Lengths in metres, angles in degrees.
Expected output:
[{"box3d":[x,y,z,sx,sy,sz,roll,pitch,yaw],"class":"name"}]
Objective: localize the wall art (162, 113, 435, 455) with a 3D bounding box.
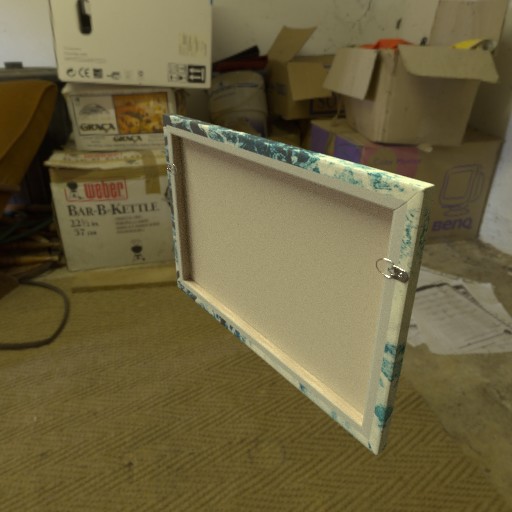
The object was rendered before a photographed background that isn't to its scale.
[{"box3d":[0.000,0.000,1.941,0.055,1.017,1.524,-19,32,-33],"class":"wall art"}]
